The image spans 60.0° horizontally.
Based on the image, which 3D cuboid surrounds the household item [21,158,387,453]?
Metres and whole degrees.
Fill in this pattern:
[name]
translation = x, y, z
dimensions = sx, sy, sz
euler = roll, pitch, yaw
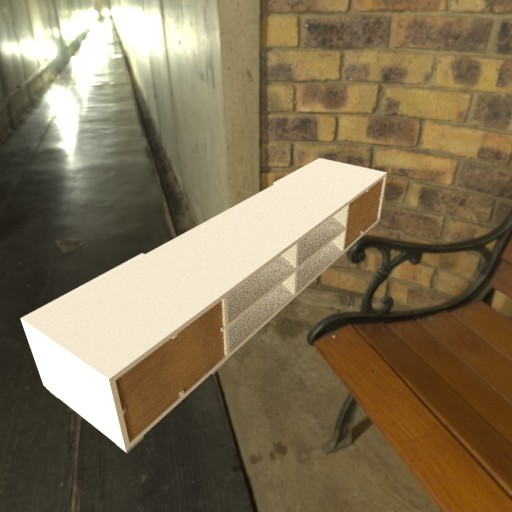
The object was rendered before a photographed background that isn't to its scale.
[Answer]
[household item]
translation = 0.000, 0.000, 1.956
dimensions = 0.420, 0.310, 1.850
euler = 21, 37, 30
